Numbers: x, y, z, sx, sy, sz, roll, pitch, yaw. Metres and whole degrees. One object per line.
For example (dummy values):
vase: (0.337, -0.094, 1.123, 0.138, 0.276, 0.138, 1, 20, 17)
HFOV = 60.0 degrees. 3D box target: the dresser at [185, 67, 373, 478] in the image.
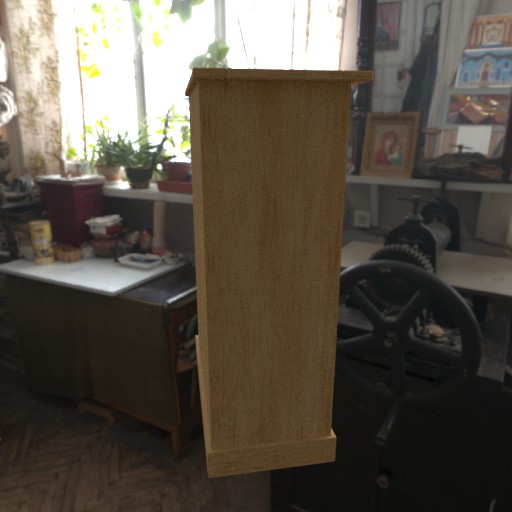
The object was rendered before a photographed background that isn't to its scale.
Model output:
dresser: (0.000, 0.000, 1.775, 0.485, 1.300, 0.915, -3, 17, -10)
